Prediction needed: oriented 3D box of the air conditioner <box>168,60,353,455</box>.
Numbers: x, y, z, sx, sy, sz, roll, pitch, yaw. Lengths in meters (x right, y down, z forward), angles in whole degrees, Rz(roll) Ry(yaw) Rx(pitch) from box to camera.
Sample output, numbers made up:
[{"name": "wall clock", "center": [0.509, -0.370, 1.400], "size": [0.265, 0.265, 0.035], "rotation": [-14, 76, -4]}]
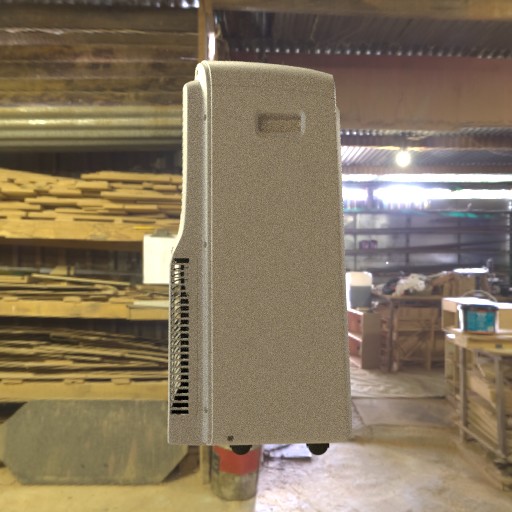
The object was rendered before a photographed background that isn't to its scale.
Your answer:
[{"name": "air conditioner", "center": [0.000, 0.000, 0.957], "size": [0.365, 0.700, 0.454], "rotation": [0, 0, 0]}]
